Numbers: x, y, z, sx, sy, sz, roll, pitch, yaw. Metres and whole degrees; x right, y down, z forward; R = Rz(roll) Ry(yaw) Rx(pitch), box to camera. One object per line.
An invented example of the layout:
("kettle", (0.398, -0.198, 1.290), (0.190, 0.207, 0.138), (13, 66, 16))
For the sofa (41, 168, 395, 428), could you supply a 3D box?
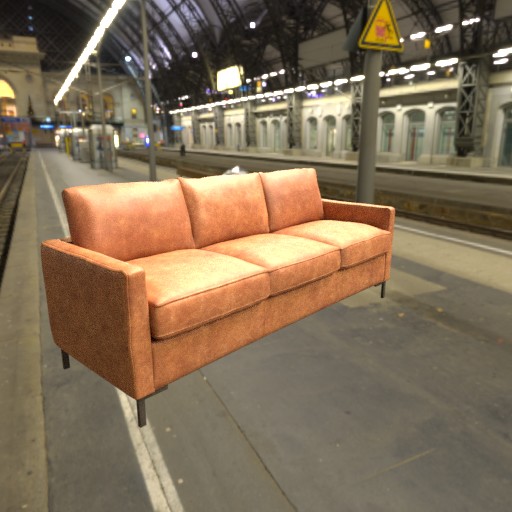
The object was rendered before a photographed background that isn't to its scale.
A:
("sofa", (0.000, 0.000, 2.450), (0.748, 0.863, 2.029), (13, 20, 41))
